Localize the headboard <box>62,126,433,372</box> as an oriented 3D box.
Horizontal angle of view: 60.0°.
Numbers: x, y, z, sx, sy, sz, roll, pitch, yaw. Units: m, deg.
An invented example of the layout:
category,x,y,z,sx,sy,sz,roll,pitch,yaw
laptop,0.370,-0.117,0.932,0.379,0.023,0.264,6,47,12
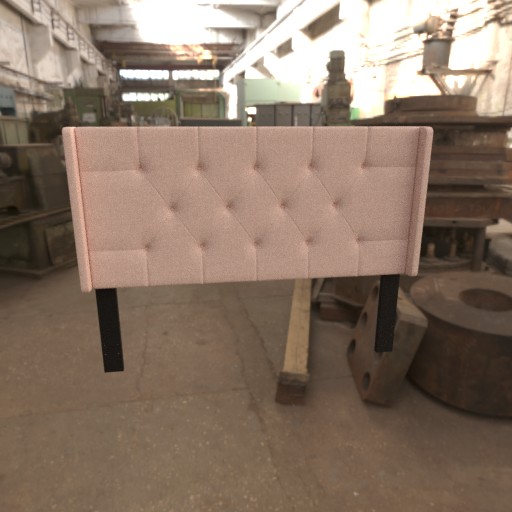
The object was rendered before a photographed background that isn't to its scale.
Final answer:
category,x,y,z,sx,sy,sz,roll,pitch,yaw
headboard,0.000,0.000,2.722,2.051,1.524,0.184,-2,17,-8
